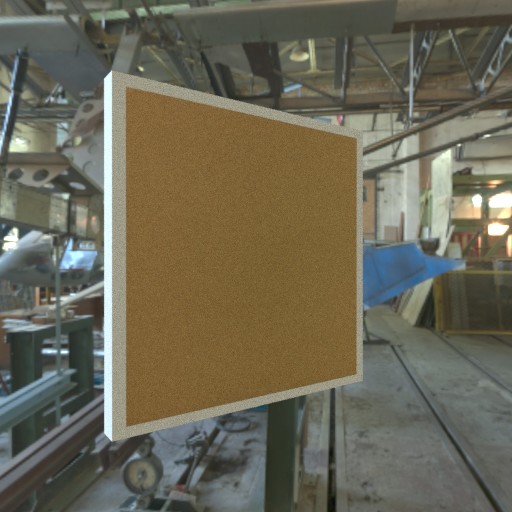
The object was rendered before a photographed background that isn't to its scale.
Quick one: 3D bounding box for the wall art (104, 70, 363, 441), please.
[{"bbox_3d":[0.000,0.000,0.767,0.508,0.507,0.035,0,0,-36],"label":"wall art"}]
